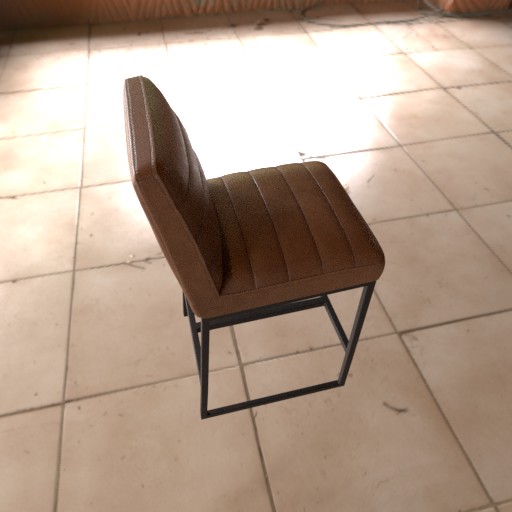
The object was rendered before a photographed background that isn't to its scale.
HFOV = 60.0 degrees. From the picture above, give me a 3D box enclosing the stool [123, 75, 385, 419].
[{"bbox_3d":[0.000,0.000,1.268,0.556,0.940,0.458,-10,46,-10],"label":"stool"}]
